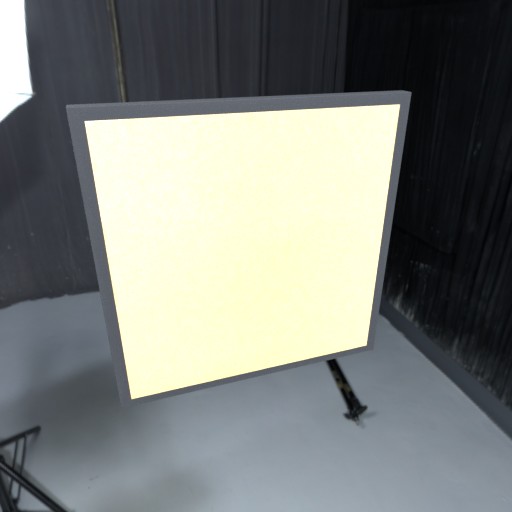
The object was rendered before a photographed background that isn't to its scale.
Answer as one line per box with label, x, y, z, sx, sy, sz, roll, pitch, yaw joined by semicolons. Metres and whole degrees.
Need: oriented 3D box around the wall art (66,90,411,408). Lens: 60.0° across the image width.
wall art;0.000;0.000;1.123;0.762;0.760;0.037;-9;28;-17
